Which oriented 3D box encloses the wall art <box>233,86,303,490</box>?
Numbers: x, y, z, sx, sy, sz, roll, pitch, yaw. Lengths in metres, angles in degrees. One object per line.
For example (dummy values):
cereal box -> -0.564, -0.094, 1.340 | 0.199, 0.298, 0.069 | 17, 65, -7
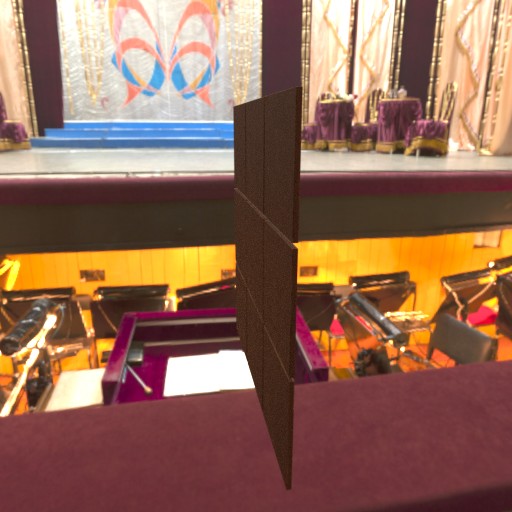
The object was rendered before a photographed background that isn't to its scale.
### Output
wall art -> 0.000, 0.000, 1.375 | 0.013, 0.914, 0.915 | -3, 17, -10
